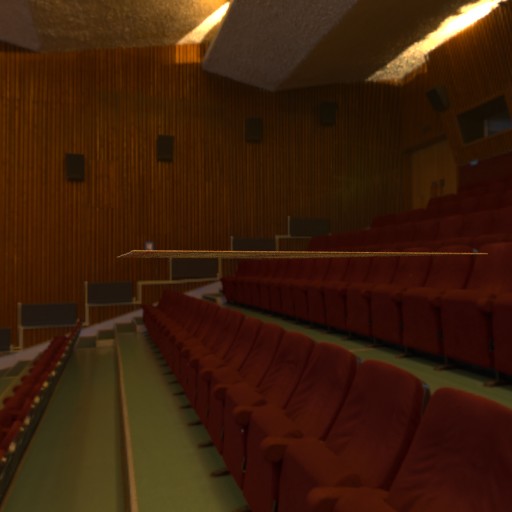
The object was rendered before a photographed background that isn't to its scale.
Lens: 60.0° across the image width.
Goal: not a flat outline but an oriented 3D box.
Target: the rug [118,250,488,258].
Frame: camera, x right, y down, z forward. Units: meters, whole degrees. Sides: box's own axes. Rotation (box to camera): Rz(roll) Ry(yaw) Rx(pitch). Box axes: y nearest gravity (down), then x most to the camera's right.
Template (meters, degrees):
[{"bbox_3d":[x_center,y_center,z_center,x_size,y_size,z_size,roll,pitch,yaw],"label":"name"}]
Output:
[{"bbox_3d":[0.000,0.000,4.218,2.460,0.005,3.067,0,-1,-19],"label":"rug"}]
